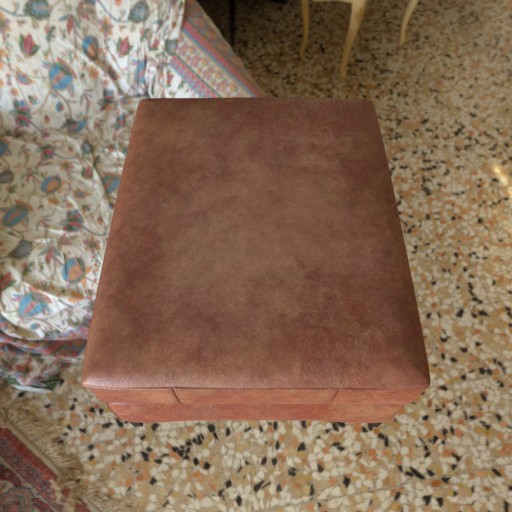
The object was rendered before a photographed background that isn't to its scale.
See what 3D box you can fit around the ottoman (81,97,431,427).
[{"bbox_3d":[0.000,0.000,1.718,0.965,0.667,1.186,0,58,0],"label":"ottoman"}]
